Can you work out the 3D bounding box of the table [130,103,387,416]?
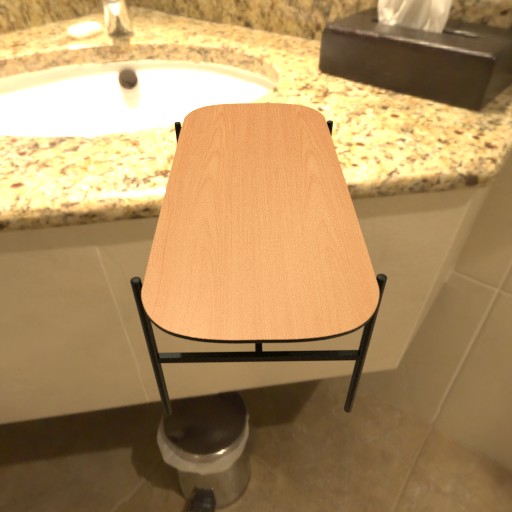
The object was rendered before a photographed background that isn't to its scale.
[{"bbox_3d":[0.000,0.000,1.029,0.400,0.400,0.800,-1,41,-1],"label":"table"}]
